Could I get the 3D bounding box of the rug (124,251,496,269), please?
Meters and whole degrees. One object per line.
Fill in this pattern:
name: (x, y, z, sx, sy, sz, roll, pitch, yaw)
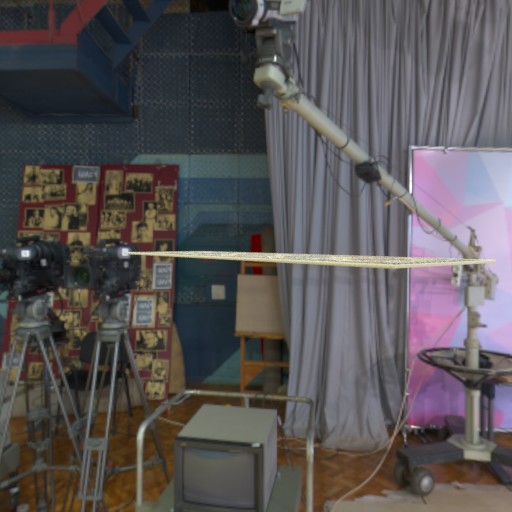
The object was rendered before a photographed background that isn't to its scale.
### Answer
rug: (0.000, 0.000, 2.478, 0.661, 0.013, 2.297, -1, 2, -37)
